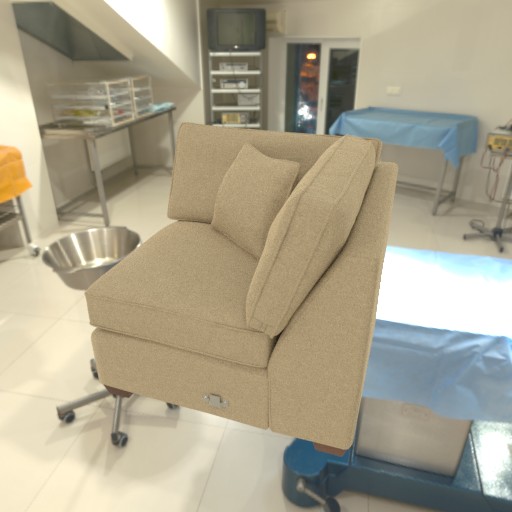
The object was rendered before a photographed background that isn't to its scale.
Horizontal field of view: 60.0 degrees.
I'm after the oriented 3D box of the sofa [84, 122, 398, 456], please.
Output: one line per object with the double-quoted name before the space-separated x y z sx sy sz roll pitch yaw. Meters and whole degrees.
"sofa" 0.000 0.000 1.965 1.084 1.002 1.146 9 28 17
